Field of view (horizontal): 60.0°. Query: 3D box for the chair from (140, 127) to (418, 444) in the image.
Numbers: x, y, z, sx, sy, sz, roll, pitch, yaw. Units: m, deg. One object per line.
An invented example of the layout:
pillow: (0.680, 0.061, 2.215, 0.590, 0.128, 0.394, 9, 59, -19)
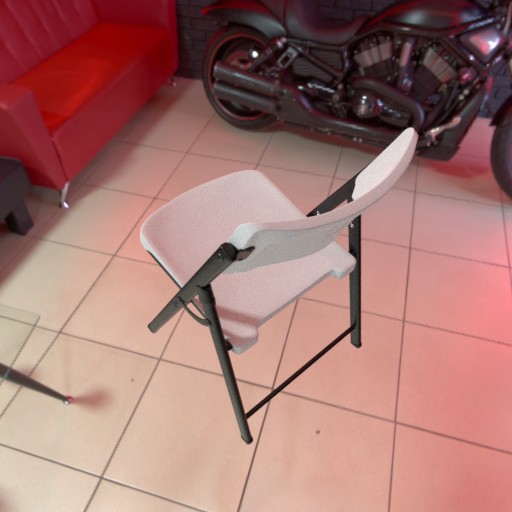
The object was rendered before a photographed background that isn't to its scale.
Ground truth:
chair: (0.000, 0.000, 1.134, 0.482, 0.765, 0.577, -32, 54, -27)
